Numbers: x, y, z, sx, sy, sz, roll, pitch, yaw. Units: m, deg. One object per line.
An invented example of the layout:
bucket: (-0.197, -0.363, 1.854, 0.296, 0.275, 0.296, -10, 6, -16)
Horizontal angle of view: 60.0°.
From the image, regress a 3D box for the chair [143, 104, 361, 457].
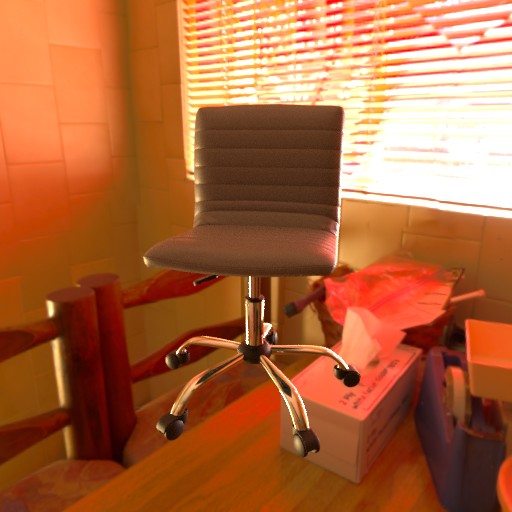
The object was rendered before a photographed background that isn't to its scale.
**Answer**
chair: (0.000, 0.000, 1.125, 0.569, 0.750, 0.542, 3, 16, 10)
